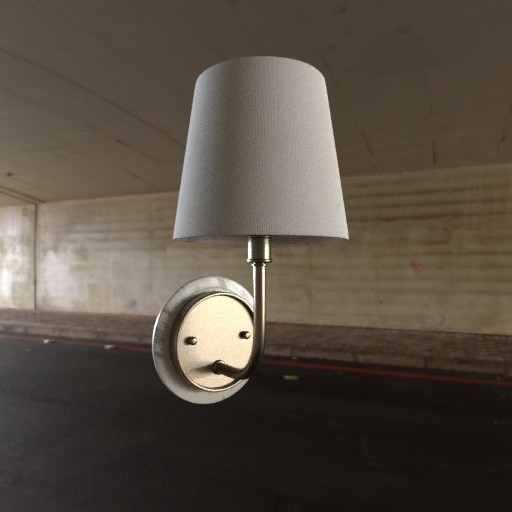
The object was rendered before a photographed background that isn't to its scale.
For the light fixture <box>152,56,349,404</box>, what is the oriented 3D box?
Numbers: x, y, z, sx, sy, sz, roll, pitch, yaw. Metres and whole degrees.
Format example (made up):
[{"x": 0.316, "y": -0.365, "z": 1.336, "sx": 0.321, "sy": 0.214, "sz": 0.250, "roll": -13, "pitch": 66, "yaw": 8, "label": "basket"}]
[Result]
[{"x": 0.000, "y": 0.000, "z": 0.443, "sx": 0.168, "sy": 0.337, "sz": 0.188, "roll": 1, "pitch": -1, "yaw": -34, "label": "light fixture"}]
